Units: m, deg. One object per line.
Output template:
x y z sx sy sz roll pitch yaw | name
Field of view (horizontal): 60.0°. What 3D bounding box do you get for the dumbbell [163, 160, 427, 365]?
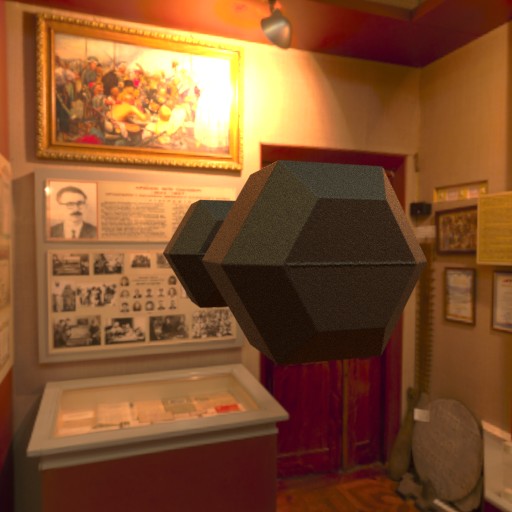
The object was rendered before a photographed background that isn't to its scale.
0.000 0.000 0.420 0.141 0.123 0.356 -1 2 -18 | dumbbell
